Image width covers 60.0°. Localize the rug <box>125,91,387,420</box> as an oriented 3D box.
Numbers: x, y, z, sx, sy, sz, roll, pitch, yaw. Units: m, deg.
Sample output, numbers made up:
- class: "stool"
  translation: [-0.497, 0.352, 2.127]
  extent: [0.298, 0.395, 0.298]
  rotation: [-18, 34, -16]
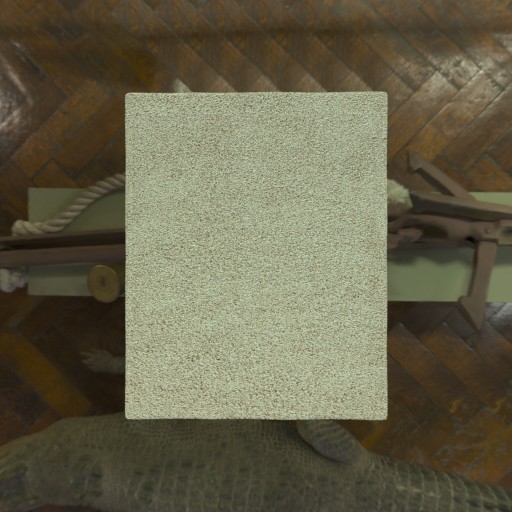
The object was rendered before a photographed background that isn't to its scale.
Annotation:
- class: "rug"
  translation: [0.000, 0.000, 4.127]
  extent: [2.438, 0.029, 3.047]
  rotation: [0, 90, 1]
